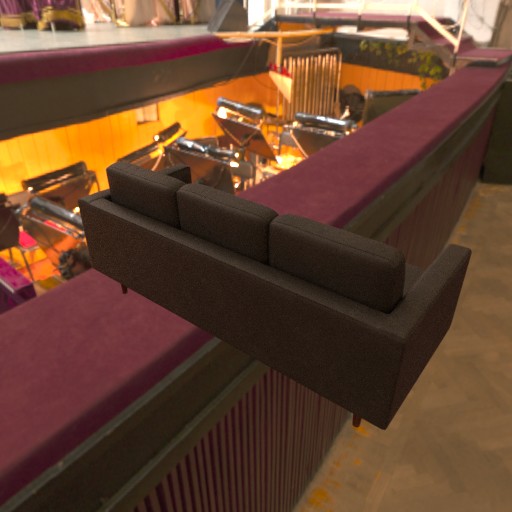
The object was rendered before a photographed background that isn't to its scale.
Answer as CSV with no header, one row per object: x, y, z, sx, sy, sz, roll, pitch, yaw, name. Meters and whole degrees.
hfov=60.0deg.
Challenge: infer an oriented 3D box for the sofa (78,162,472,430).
0.000,0.000,2.510,2.029,0.899,0.879,22,37,32,sofa
